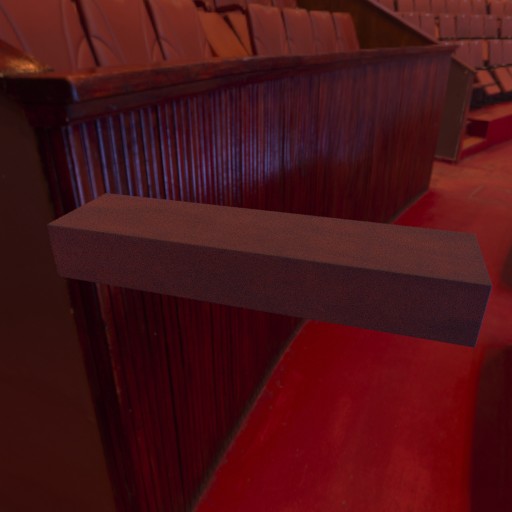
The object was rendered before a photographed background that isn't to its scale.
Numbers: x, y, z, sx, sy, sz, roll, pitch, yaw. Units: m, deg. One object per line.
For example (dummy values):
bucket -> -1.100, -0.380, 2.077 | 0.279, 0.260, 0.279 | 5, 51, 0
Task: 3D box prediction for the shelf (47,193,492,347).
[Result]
shelf -> 0.000, 0.000, 0.666 | 0.607, 0.088, 0.152 | 8, 28, 15
